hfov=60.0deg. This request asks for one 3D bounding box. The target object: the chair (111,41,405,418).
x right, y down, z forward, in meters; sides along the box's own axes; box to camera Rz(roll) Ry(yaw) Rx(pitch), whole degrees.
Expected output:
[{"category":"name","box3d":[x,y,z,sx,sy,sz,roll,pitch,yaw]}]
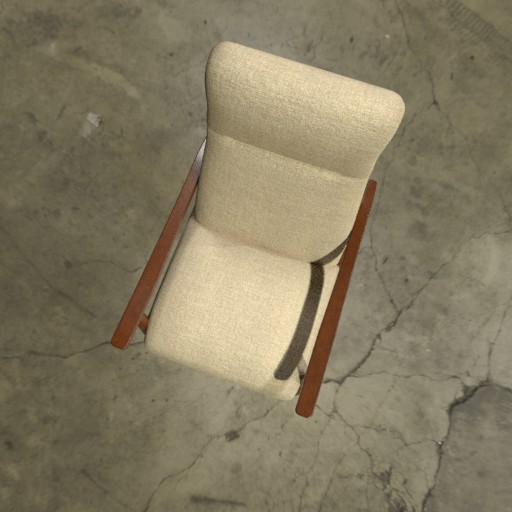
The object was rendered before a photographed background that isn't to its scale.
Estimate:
[{"category":"chair","box3d":[0.000,0.000,1.757,0.762,1.082,1.014,19,77,5]}]
